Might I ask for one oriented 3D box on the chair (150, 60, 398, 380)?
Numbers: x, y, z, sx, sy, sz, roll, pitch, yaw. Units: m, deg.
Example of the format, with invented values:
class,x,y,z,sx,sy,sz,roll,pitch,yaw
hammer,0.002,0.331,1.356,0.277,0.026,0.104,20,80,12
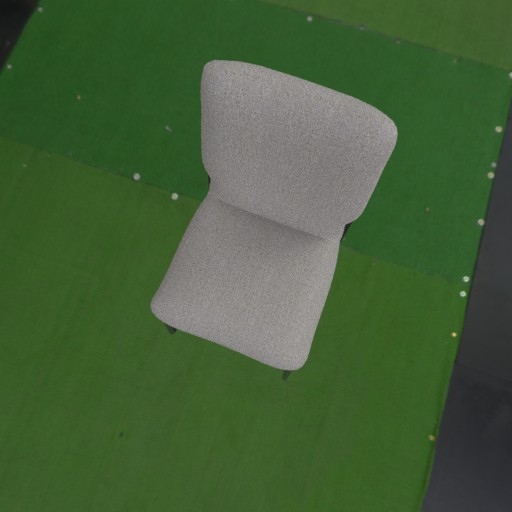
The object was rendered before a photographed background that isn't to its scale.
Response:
class,x,y,z,sx,sy,sz,roll,pitch,yaw
chair,0.000,0.000,1.201,0.448,0.864,0.560,21,77,5
